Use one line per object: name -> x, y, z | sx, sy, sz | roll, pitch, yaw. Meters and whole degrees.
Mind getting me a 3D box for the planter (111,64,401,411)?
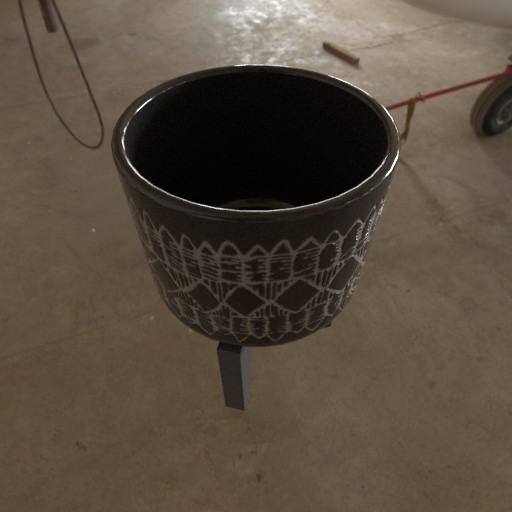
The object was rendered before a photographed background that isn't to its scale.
planter -> 0.000, 0.000, 0.400 | 0.196, 0.264, 0.196 | 10, 47, 10
